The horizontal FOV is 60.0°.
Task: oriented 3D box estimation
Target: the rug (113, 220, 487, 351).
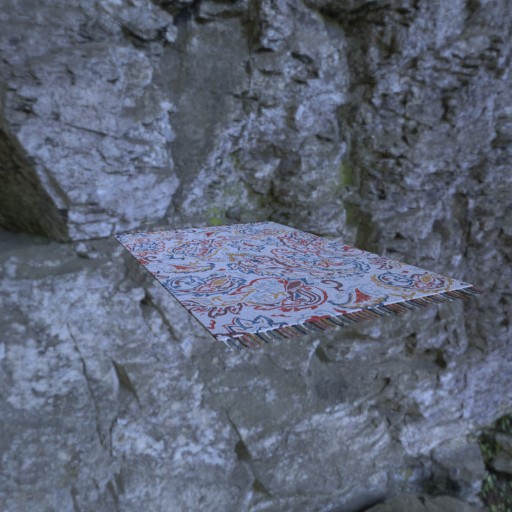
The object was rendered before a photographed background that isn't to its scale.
[{"bbox_3d":[0.000,0.000,2.471,1.218,0.010,1.997,-7,16,-26],"label":"rug"}]
